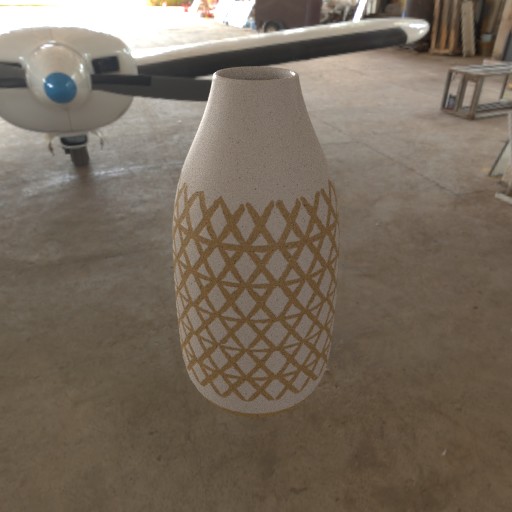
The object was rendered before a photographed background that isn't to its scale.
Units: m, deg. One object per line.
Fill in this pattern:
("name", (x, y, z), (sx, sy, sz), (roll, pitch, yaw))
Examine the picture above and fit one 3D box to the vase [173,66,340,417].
("vase", (0.000, 0.000, 0.492), (0.186, 0.380, 0.186), (0, 32, 0))
